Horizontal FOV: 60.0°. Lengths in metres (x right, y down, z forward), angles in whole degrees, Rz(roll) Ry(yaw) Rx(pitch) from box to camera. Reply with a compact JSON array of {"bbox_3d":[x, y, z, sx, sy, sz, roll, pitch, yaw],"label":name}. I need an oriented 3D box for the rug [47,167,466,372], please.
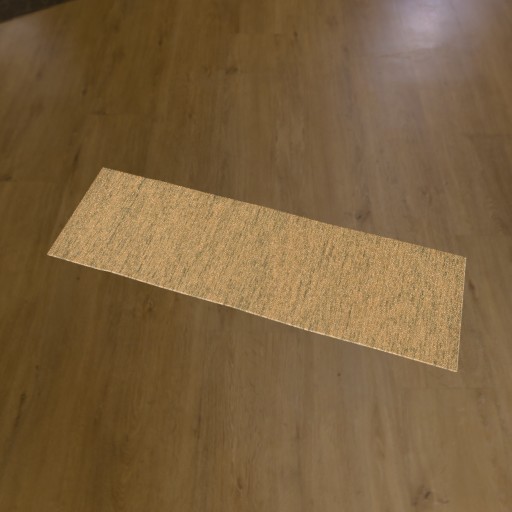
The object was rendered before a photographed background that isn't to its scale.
[{"bbox_3d":[0.000,0.000,2.530,2.290,0.014,0.700,15,60,9],"label":"rug"}]
